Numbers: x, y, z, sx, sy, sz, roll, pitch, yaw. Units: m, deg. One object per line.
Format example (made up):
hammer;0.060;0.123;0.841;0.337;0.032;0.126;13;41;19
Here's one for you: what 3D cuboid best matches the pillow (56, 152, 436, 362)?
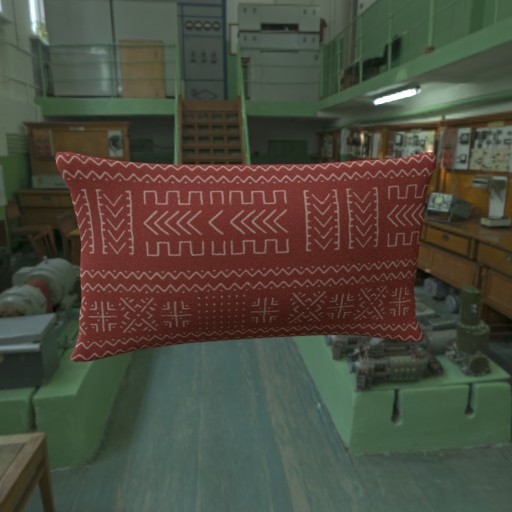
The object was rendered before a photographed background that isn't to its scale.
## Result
pillow;0.000;0.000;0.770;0.640;0.352;0.130;-2;14;-8
